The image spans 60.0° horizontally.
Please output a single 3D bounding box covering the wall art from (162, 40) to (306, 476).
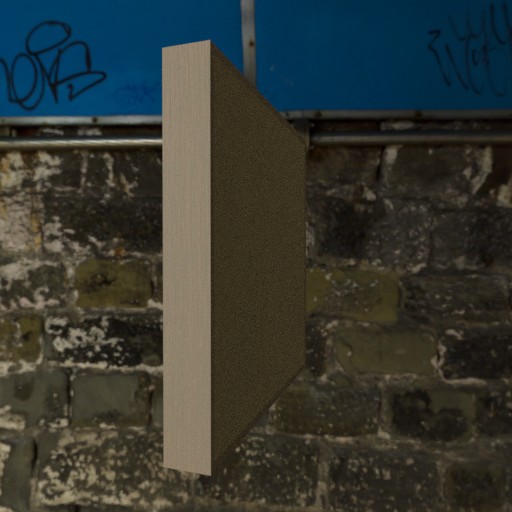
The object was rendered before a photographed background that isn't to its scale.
[{"bbox_3d":[0.000,0.000,0.458,0.038,0.303,0.304,0,1,19],"label":"wall art"}]
